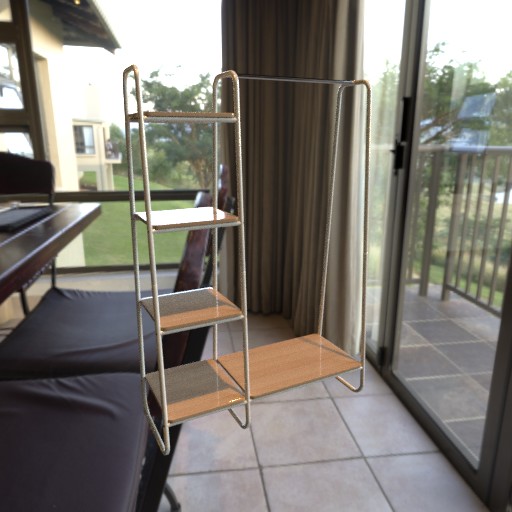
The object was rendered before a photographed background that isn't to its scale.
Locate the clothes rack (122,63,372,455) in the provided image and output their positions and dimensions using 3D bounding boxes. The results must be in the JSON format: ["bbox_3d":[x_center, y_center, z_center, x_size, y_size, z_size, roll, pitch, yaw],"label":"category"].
[{"bbox_3d":[0.000,0.000,1.963,1.011,1.500,0.400,-8,17,-26],"label":"clothes rack"}]
